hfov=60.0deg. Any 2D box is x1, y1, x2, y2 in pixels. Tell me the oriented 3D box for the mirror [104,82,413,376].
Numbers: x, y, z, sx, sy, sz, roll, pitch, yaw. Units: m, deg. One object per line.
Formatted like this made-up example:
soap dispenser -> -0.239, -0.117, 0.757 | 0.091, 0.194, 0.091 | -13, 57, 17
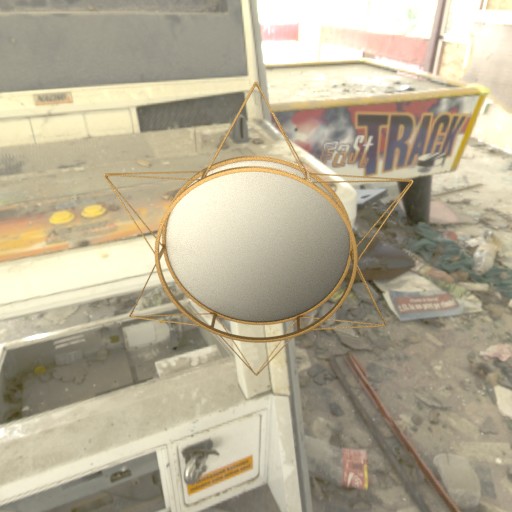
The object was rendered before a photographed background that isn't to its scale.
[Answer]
mirror -> 0.000, 0.000, 0.785 | 0.498, 0.581, 0.062 | 2, 30, 3
